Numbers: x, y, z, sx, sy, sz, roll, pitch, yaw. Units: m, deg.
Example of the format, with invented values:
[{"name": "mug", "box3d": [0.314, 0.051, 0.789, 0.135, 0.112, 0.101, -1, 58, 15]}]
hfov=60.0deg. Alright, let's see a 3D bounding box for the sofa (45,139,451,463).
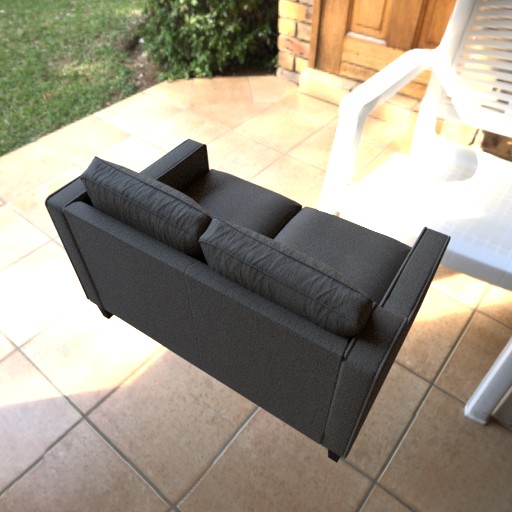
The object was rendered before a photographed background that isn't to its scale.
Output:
[{"name": "sofa", "box3d": [0.000, 0.000, 2.104, 1.503, 0.981, 0.985, 25, 51, 22]}]
